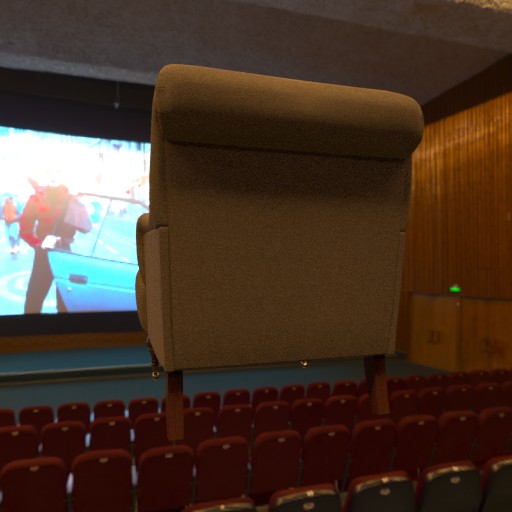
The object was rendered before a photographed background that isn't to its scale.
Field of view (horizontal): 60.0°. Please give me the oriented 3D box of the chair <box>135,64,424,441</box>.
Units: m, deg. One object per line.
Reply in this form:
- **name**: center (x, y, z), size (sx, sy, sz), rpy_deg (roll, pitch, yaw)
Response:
- **chair**: center (0.000, 0.000, 1.502), size (0.766, 0.942, 0.843), rpy_deg (0, 0, -18)
